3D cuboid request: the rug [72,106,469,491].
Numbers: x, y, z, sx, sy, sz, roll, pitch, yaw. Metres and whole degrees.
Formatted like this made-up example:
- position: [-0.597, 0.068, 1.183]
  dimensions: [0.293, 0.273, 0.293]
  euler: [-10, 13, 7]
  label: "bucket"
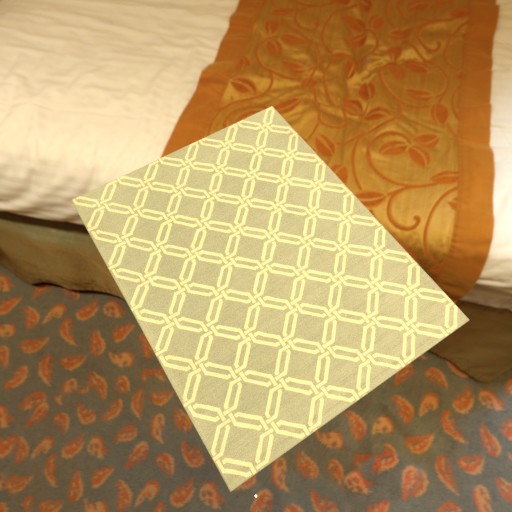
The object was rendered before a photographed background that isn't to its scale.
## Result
- position: [0.000, 0.000, 3.903]
  dimensions: [2.288, 0.018, 2.895]
  euler: [-30, 66, -15]
  label: "rug"
